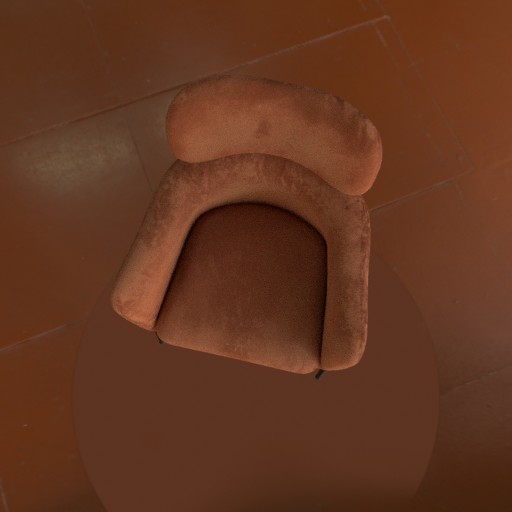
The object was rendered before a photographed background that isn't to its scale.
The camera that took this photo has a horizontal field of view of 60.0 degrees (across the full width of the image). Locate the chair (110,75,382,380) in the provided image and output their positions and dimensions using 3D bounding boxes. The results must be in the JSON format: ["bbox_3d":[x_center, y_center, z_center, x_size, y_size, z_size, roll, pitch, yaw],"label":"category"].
[{"bbox_3d":[0.000,0.000,1.137,0.561,0.772,0.523,12,75,3],"label":"chair"}]
